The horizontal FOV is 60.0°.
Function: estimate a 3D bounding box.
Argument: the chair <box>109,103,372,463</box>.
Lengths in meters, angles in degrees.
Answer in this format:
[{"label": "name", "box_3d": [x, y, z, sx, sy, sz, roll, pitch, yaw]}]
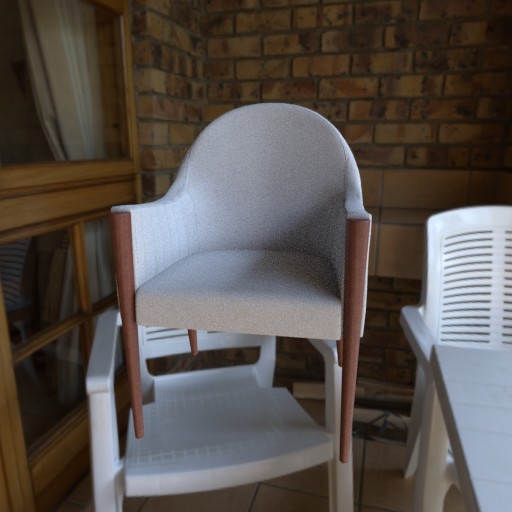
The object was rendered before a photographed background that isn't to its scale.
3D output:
[{"label": "chair", "box_3d": [0.000, 0.000, 1.290, 0.610, 0.889, 0.620, 3, 15, 10]}]
